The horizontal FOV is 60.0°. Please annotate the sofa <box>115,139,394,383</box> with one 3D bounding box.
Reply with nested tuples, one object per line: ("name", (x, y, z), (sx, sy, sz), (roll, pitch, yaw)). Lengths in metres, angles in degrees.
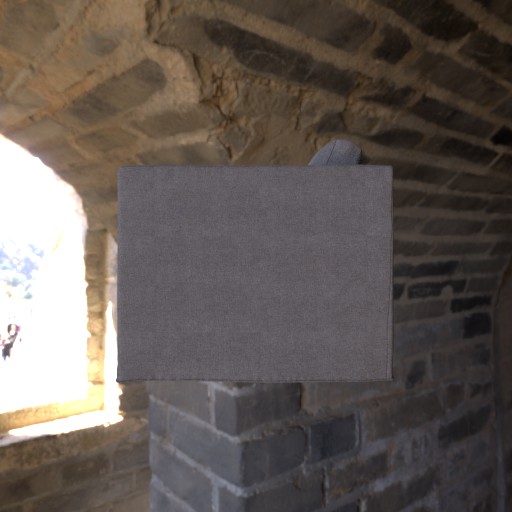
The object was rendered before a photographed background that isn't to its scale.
("sofa", (0.000, 0.000, 2.362), (0.974, 0.854, 1.802), (0, 0, 1))
